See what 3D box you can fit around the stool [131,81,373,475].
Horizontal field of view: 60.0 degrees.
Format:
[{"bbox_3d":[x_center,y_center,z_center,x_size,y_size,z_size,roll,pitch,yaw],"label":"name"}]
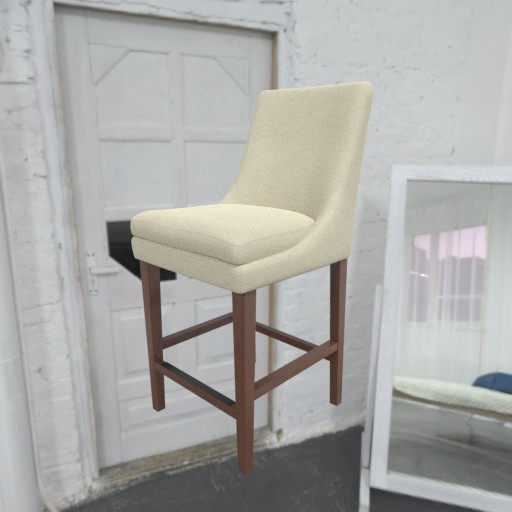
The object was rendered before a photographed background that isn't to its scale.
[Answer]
[{"bbox_3d":[0.000,0.000,1.316,0.470,0.981,0.577,14,21,42],"label":"stool"}]
